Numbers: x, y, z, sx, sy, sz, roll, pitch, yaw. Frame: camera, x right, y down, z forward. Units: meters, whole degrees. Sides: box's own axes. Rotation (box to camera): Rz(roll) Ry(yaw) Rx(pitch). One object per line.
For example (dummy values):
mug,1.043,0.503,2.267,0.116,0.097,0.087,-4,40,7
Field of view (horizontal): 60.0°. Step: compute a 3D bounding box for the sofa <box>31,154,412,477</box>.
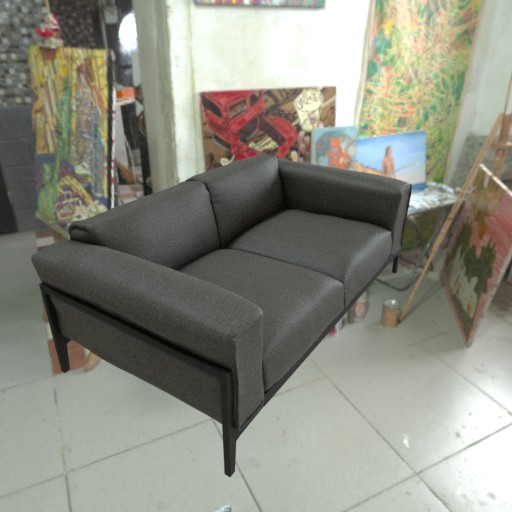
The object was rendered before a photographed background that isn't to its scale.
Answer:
sofa,0.000,0.000,2.140,0.960,0.656,1.690,17,32,30
